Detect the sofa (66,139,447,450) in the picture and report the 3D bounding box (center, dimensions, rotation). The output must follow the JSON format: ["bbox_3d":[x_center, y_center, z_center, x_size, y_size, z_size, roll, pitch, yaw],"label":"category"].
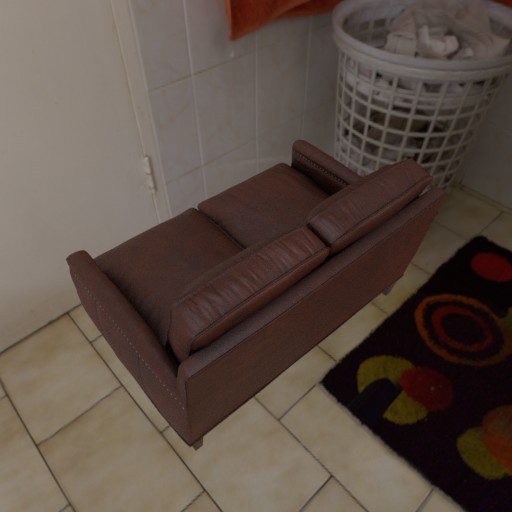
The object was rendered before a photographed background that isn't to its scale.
[{"bbox_3d":[0.000,0.000,2.302,1.628,1.003,1.083,-32,55,-26],"label":"sofa"}]
